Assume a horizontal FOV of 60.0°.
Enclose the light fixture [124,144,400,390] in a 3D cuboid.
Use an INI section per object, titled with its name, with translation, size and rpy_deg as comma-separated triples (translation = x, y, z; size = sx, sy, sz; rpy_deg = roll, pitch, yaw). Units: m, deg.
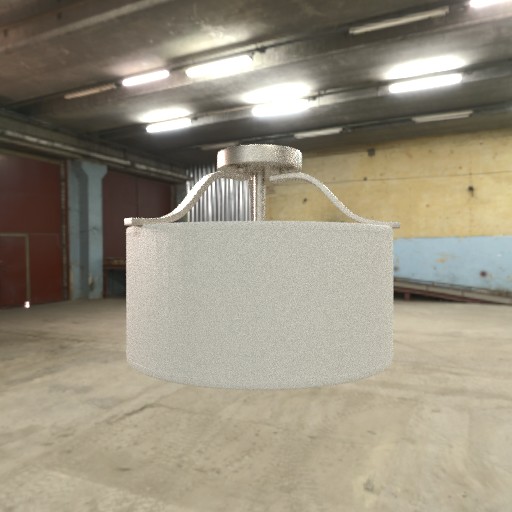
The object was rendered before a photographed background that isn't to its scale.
[light fixture]
translation = 0.000, 0.000, 0.659
size = 0.395, 0.304, 0.395
rpy_deg = 0, 0, 0
